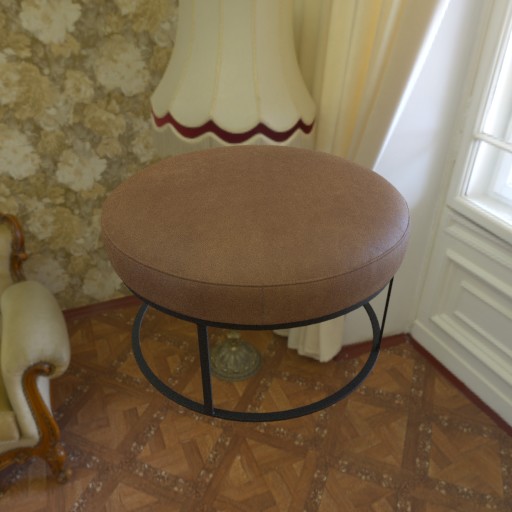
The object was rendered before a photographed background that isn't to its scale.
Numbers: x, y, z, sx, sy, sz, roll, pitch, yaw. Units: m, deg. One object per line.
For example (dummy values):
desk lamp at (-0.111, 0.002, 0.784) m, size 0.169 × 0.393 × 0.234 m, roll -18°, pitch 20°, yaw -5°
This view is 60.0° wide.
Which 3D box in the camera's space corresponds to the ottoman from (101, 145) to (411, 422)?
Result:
ottoman at (0.000, 0.000, 1.227) m, size 0.771 × 0.460 × 0.771 m, roll 0°, pitch 31°, yaw 0°
